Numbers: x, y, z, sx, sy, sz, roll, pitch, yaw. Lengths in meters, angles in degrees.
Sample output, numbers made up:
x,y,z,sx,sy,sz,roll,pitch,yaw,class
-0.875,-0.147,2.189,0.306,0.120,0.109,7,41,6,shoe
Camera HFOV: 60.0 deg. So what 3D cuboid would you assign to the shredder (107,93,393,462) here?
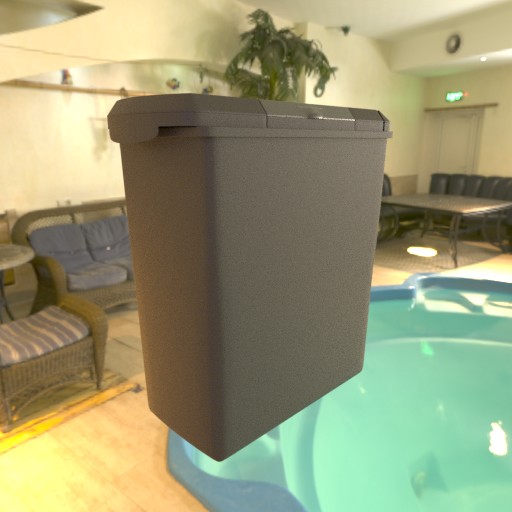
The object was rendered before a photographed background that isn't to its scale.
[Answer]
x,y,z,sx,sy,sz,roll,pitch,yaw,class
0.000,0.000,0.509,0.320,0.335,0.170,-14,20,-43,shredder
